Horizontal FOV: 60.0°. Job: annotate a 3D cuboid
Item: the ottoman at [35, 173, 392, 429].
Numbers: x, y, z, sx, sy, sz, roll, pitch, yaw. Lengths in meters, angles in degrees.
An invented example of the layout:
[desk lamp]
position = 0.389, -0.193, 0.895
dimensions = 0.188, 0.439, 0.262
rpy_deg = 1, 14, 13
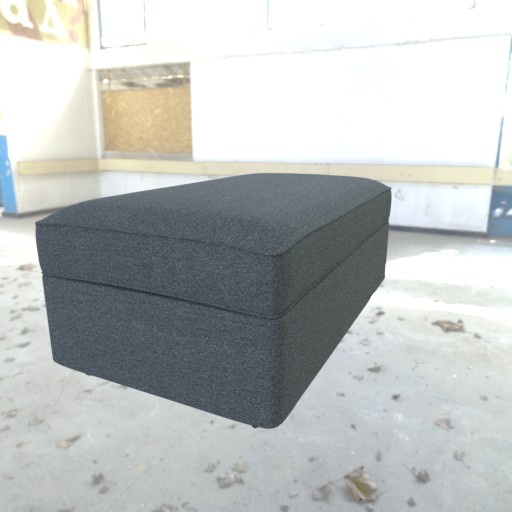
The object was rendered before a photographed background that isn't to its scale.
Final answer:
[ottoman]
position = 0.000, 0.000, 1.498
dimensions = 0.681, 0.494, 1.173
rpy_deg = 7, 17, 26
